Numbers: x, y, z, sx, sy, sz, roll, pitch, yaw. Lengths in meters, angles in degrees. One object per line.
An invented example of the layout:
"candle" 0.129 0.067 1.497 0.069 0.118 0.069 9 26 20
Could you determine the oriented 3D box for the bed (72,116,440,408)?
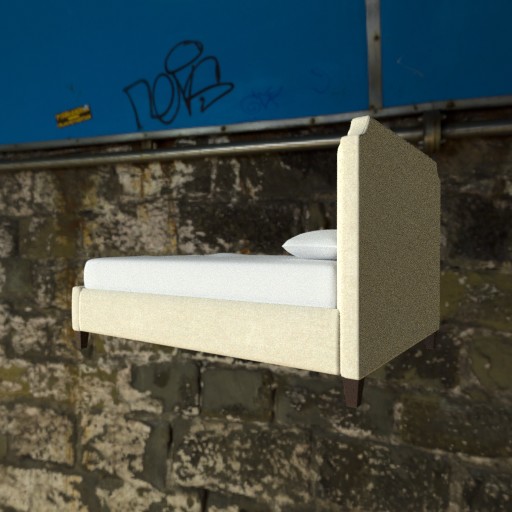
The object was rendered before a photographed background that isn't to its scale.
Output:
"bed" 0.000 0.000 3.496 2.381 1.457 1.713 1 1 35
